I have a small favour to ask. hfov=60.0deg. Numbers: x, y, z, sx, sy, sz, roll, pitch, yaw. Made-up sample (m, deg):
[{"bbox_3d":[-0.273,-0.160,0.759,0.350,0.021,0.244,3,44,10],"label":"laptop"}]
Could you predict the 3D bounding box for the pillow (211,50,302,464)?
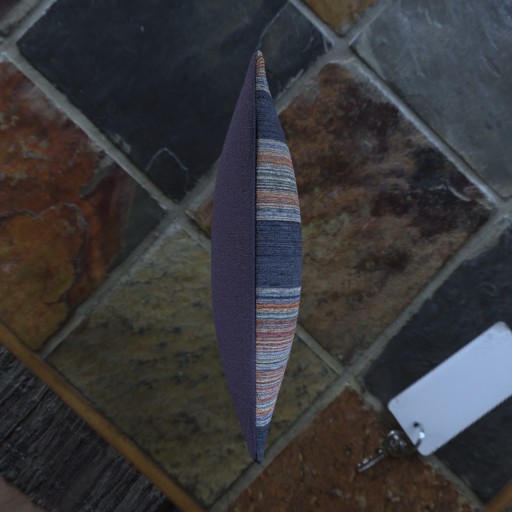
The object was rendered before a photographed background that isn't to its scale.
[{"bbox_3d":[0.000,0.000,0.661,0.136,0.419,0.437,0,91,0],"label":"pillow"}]
